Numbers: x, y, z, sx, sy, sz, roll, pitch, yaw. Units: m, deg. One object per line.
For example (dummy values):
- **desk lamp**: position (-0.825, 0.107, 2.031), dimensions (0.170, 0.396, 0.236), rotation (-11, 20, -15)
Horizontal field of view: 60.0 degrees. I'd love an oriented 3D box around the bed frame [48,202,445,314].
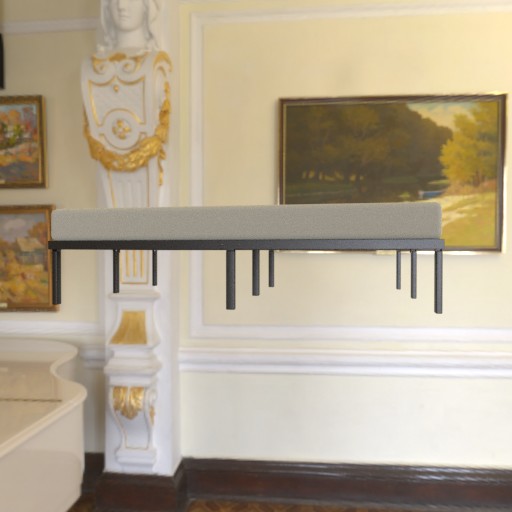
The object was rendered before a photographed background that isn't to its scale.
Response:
- **bed frame**: position (0.000, 0.000, 3.808), dimensions (2.842, 0.680, 2.205), rotation (0, 1, 17)
